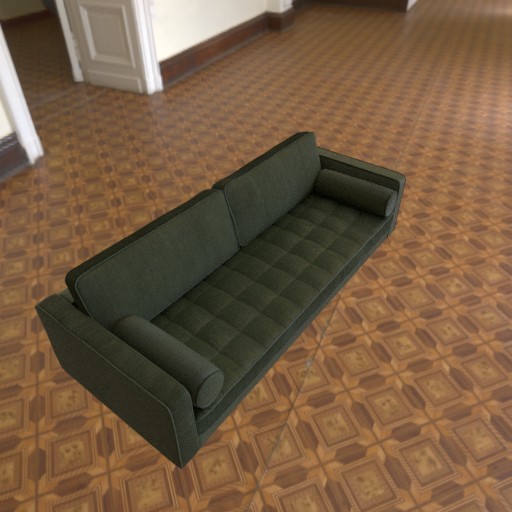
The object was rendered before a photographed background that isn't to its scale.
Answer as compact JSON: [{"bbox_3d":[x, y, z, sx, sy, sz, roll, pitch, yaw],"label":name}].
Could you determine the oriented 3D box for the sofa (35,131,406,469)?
[{"bbox_3d":[0.000,0.000,2.606,0.918,0.769,2.199,26,46,28],"label":"sofa"}]
